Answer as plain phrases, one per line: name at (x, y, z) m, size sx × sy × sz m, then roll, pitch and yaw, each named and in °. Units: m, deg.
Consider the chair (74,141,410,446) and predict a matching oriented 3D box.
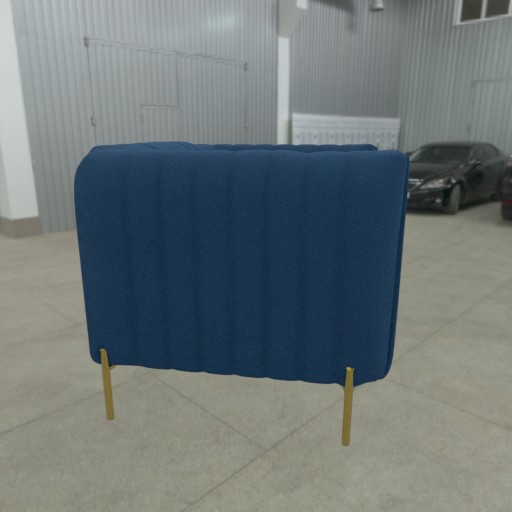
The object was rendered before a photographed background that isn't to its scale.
chair at (0.000, 0.000, 1.588) m, size 0.877 × 0.793 × 0.947 m, roll 3°, pitch 15°, yaw 9°
